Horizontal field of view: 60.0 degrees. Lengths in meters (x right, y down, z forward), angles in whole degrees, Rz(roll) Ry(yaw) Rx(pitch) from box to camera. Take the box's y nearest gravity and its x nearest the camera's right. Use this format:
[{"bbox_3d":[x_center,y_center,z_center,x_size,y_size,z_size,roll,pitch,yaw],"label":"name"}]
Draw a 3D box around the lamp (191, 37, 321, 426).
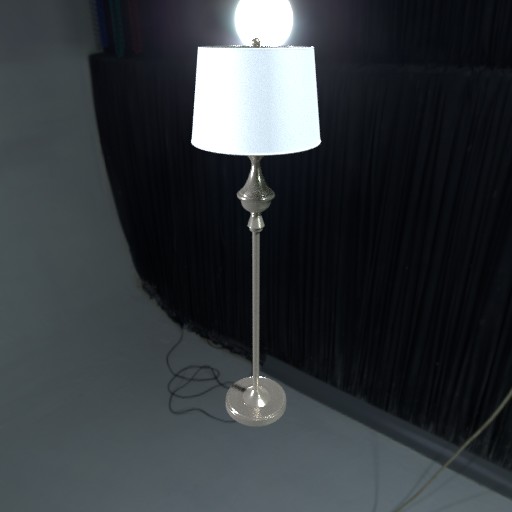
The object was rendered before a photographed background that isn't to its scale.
[{"bbox_3d":[0.000,0.000,1.680,0.431,1.488,0.431,0,26,0],"label":"lamp"}]
